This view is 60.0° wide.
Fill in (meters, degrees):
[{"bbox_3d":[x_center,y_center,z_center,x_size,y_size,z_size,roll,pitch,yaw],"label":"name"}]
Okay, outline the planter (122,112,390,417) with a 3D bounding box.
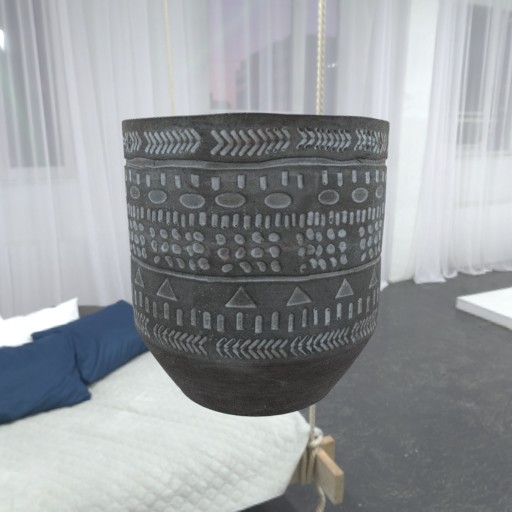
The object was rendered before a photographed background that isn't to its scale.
[{"bbox_3d":[0.000,0.000,0.259,0.142,0.149,0.142,0,13,0],"label":"planter"}]
